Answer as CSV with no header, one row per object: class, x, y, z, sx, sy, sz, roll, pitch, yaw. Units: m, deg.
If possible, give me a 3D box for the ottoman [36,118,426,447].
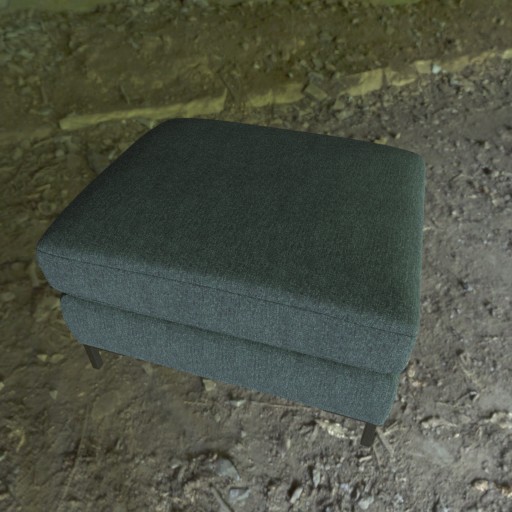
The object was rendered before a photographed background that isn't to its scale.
ottoman,0.000,0.000,1.255,0.831,0.533,0.695,12,43,13
